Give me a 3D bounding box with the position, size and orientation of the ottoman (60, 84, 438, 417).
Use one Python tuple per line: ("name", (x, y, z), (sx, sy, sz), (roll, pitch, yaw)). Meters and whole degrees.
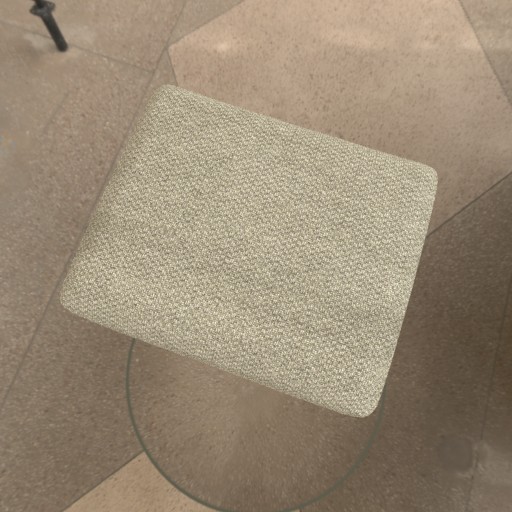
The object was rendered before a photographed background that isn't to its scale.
("ottoman", (0.000, 0.000, 1.161), (0.751, 0.476, 0.603), (19, 76, 5))
